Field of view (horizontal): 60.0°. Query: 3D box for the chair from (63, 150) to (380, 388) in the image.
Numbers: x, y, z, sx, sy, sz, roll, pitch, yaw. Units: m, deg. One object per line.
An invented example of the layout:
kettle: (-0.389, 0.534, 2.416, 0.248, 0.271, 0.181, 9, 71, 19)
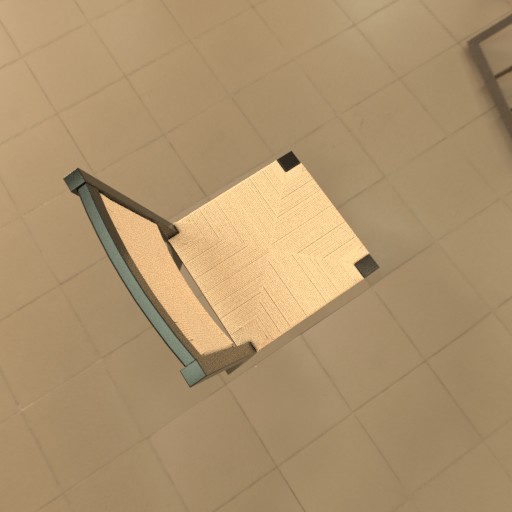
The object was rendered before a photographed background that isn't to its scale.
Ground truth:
chair: (0.000, 0.000, 1.227, 0.552, 0.927, 0.437, -33, 78, -8)
